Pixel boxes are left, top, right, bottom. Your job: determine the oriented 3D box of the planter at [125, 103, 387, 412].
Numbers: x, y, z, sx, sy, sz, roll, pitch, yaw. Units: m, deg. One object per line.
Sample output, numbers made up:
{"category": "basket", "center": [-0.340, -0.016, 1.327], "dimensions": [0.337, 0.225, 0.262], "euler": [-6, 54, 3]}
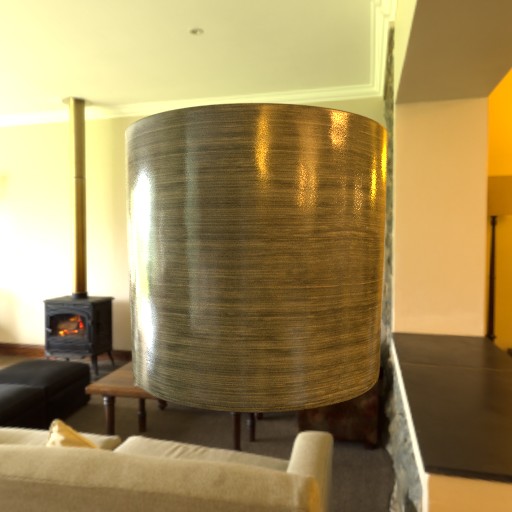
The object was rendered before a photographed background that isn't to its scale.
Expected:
{"category": "planter", "center": [0.000, 0.000, 0.393], "dimensions": [0.221, 0.201, 0.221], "euler": [0, 2, 0]}
